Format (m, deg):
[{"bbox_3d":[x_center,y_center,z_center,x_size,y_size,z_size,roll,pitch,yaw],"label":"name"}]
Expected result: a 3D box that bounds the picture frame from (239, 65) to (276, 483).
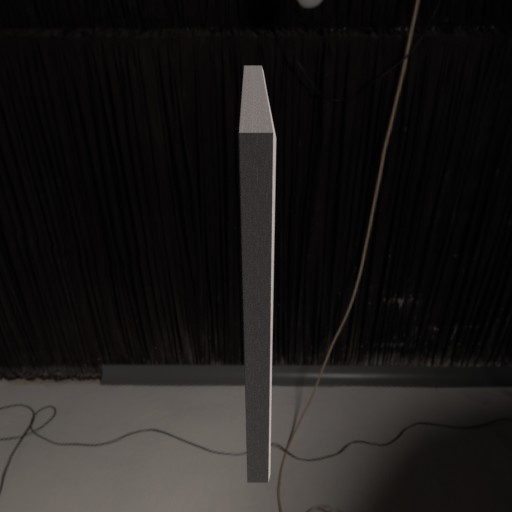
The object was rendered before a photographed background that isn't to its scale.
[{"bbox_3d":[0.000,0.000,0.527,0.027,0.378,0.327,0,30,-1],"label":"picture frame"}]
